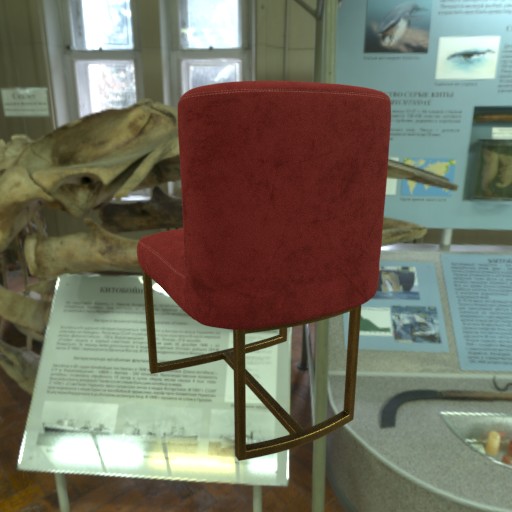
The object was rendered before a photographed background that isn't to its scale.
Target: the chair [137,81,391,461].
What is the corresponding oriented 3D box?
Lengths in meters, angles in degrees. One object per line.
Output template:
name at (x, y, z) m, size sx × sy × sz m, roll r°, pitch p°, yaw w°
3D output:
chair at (0.000, 0.000, 1.184) m, size 0.530 × 0.824 × 0.560 m, roll -8°, pitch 18°, yaw -26°
